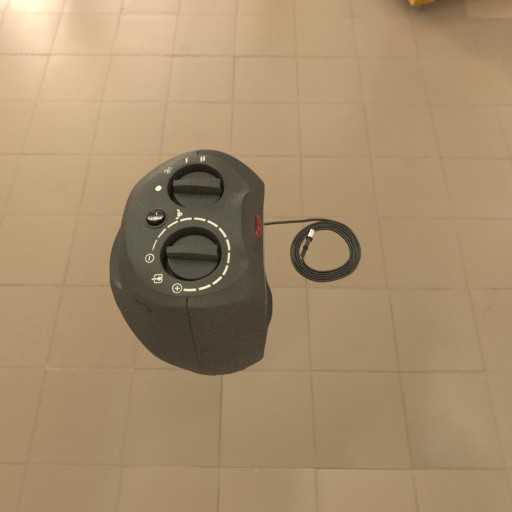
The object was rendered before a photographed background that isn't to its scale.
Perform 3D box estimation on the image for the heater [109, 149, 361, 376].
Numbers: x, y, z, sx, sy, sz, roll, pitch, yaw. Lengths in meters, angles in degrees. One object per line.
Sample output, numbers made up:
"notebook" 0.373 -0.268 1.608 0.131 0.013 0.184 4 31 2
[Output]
"heater" 0.000 0.000 0.475 0.291 0.255 0.239 0 64 0
